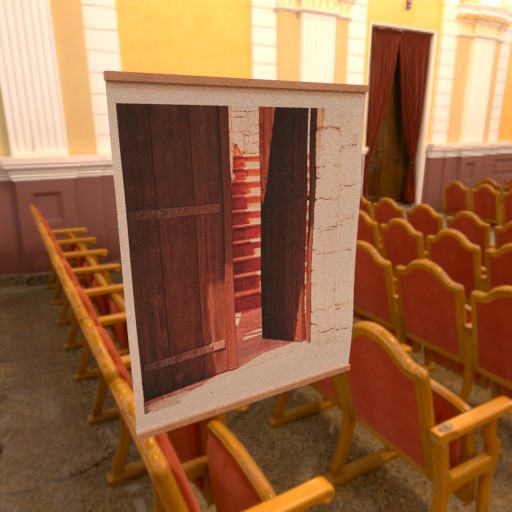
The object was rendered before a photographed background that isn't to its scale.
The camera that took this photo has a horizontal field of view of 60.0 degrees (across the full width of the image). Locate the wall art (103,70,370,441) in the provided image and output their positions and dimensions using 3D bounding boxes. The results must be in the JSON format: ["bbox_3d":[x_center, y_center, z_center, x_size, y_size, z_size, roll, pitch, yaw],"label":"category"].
[{"bbox_3d":[0.000,0.000,0.683,0.406,0.508,0.013,-9,19,-28],"label":"wall art"}]
